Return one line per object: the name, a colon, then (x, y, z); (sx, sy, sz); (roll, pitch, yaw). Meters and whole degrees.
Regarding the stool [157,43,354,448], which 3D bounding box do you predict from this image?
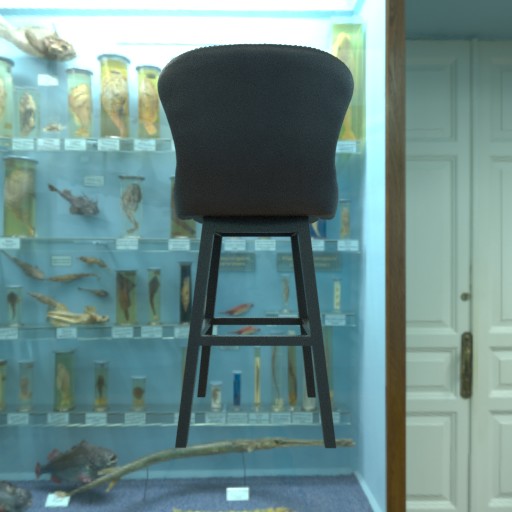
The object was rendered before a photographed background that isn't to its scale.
stool: (0.000, 0.000, 1.373); (0.528, 1.050, 0.601); (0, 0, 0)
